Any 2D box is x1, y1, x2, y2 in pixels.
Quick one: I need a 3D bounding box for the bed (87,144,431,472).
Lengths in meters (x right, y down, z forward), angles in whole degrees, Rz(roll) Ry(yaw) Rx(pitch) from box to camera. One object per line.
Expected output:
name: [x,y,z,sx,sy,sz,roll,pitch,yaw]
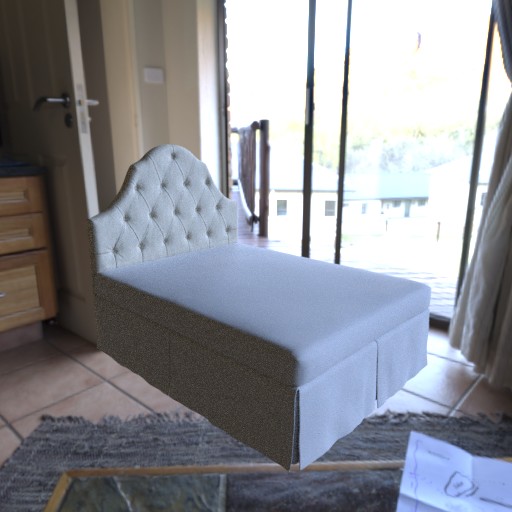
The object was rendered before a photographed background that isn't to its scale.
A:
bed: [0.000,0.000,3.229,2.092,1.575,1.627,13,19,42]
